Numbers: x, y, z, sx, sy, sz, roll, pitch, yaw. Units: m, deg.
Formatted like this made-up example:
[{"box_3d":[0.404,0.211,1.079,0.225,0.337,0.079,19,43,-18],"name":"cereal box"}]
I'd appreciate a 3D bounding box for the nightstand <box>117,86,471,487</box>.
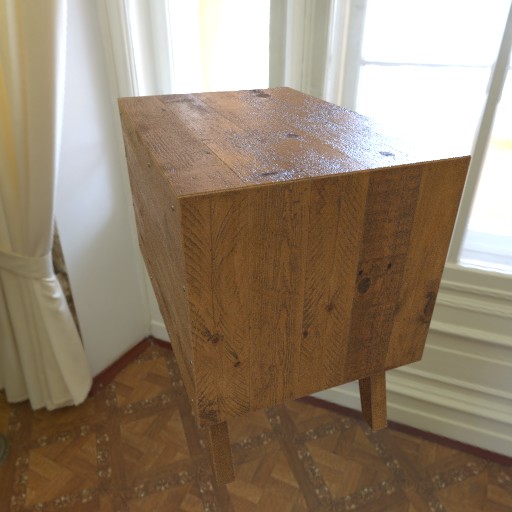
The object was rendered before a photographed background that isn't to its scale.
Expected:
[{"box_3d":[0.000,0.000,0.994,0.450,0.599,0.650,-11,32,-18],"name":"nightstand"}]
